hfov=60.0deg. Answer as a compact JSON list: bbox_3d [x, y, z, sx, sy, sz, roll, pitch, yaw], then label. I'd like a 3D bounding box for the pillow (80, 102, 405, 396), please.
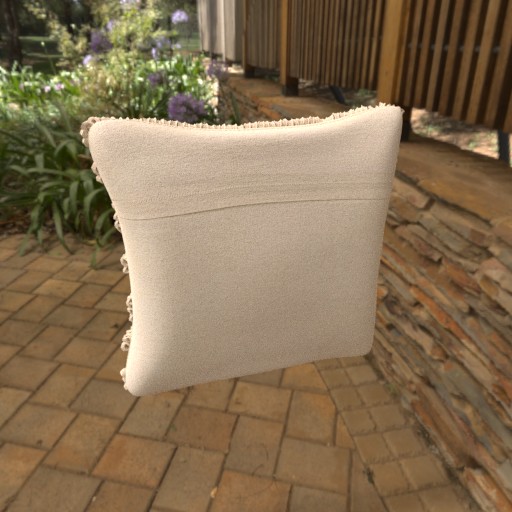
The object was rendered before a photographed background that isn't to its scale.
[{"bbox_3d":[0.000,0.000,0.665,0.437,0.427,0.145,-7,26,-15],"label":"pillow"}]
